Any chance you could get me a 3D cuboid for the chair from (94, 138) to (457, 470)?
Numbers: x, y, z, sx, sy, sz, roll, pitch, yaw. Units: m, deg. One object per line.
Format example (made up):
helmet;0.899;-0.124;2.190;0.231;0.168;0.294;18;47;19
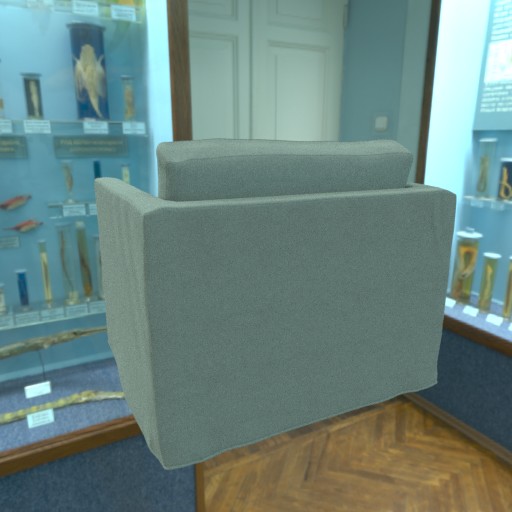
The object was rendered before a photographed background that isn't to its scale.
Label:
chair;0.000;0.000;1.684;1.057;0.863;0.949;-7;16;-25
